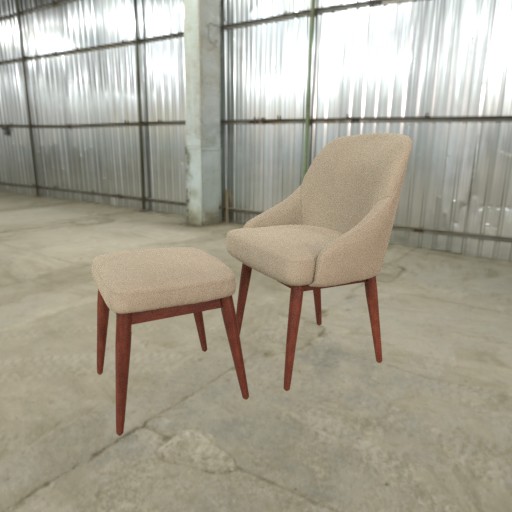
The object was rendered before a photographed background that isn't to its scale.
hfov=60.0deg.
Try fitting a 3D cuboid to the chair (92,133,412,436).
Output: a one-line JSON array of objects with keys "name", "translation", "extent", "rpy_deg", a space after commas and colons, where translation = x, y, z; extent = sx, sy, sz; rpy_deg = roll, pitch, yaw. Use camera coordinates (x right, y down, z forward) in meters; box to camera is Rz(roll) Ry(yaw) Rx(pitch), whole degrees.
[{"name": "chair", "translation": [0.000, 0.000, 1.602], "extent": [1.114, 0.866, 0.584], "rpy_deg": [-7, 16, -26]}]
